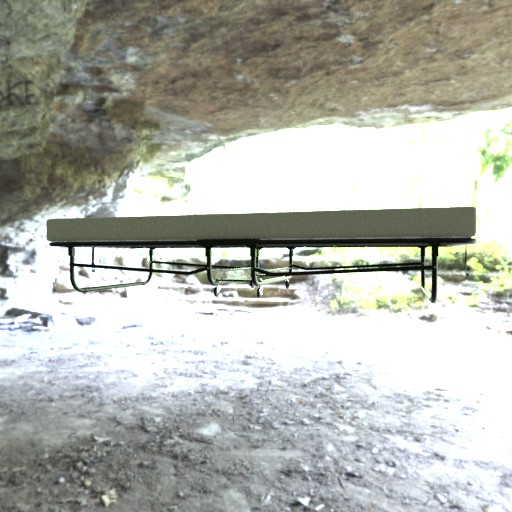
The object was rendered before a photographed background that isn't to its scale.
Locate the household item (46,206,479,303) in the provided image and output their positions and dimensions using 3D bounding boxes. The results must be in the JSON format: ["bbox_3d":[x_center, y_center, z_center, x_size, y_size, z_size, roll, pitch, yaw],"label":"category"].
[{"bbox_3d":[0.000,0.000,2.177,1.905,0.356,0.787,0,0,17],"label":"household item"}]
